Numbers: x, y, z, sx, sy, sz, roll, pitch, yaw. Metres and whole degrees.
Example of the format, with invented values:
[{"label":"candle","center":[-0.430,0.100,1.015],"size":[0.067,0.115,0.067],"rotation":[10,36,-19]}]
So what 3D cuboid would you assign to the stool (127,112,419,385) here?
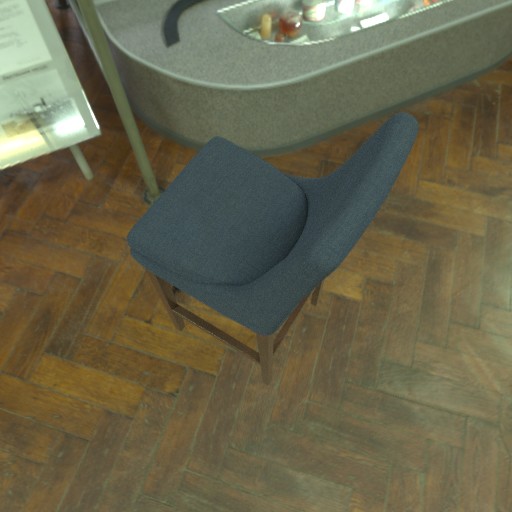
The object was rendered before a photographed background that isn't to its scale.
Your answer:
[{"label":"stool","center":[0.000,0.000,1.355],"size":[0.577,1.078,0.470],"rotation":[29,65,15]}]
